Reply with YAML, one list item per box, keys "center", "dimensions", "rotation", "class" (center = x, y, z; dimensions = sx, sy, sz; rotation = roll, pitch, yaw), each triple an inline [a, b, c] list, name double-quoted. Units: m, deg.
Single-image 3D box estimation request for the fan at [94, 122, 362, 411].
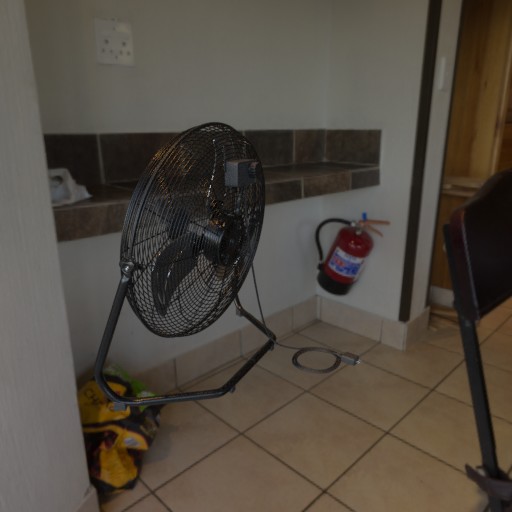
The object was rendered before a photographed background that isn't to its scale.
- center: [0.000, 0.000, 0.942]
  dimensions: [0.424, 0.546, 0.555]
  rotation: [8, 18, 25]
  class: "fan"
